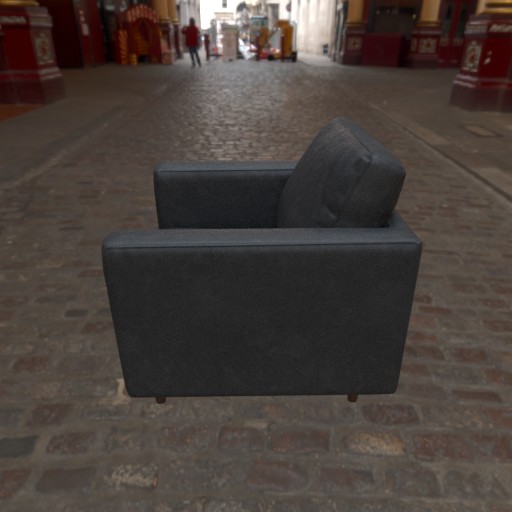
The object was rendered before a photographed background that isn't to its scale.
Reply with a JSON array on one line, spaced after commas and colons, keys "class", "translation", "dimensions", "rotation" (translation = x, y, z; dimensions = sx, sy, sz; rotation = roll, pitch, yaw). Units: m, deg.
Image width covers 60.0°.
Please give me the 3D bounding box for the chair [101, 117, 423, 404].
[{"class": "chair", "translation": [0.000, 0.000, 1.602], "dimensions": [0.879, 0.898, 0.831], "rotation": [0, 27, -1]}]
